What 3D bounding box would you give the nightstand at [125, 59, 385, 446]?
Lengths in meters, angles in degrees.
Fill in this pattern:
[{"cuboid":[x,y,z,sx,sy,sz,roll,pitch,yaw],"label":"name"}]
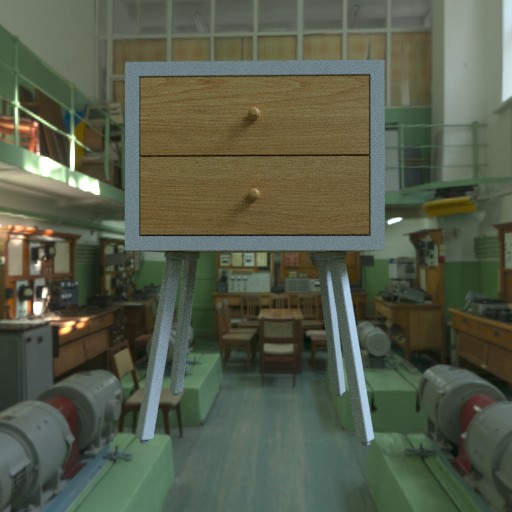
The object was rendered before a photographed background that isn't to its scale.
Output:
[{"cuboid":[0.000,0.000,0.824,0.400,0.601,0.316,0,0,1],"label":"nightstand"}]
